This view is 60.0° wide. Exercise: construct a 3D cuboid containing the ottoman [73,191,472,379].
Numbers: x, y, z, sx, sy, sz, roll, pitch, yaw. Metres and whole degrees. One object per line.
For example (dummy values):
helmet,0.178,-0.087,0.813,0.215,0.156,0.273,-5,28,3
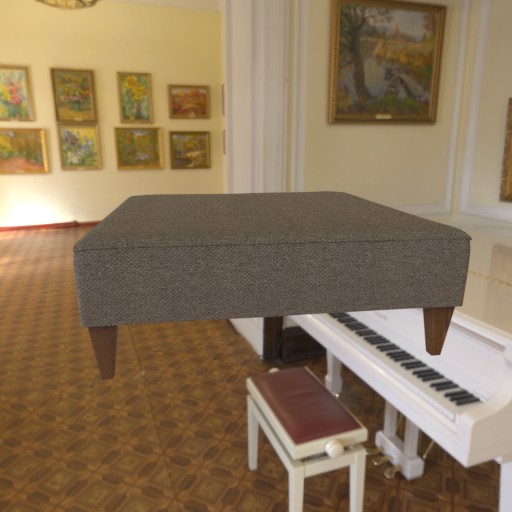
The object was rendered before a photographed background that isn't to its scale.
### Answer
ottoman,0.000,0.000,1.543,0.981,0.378,0.970,-2,14,-8
